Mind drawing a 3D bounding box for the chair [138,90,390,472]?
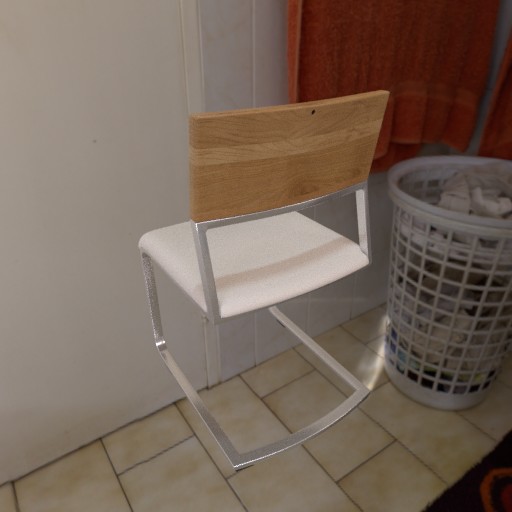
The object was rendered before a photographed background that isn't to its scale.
[{"bbox_3d":[0.000,0.000,1.183,0.467,0.844,0.585,-17,34,-28],"label":"chair"}]
